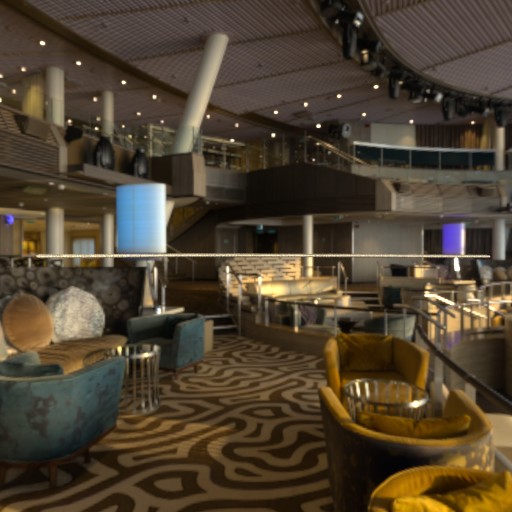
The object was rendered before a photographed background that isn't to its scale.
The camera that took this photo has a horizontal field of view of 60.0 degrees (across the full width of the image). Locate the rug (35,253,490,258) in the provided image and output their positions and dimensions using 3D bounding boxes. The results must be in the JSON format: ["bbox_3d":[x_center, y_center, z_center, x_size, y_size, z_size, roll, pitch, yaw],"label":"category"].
[{"bbox_3d":[0.000,0.000,3.041,2.498,0.022,1.535,0,0,-17],"label":"rug"}]
